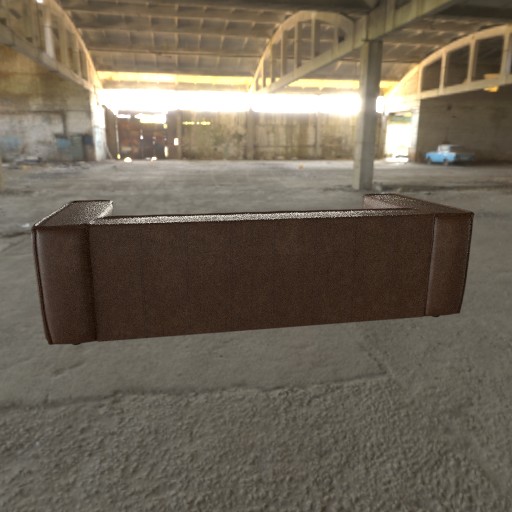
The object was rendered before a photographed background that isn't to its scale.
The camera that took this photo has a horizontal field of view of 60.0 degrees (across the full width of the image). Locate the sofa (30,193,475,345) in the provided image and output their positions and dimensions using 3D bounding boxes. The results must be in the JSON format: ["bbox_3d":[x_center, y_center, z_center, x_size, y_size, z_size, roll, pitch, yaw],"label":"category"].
[{"bbox_3d":[0.000,0.000,3.041,2.581,0.701,1.102,-3,15,-10],"label":"sofa"}]
